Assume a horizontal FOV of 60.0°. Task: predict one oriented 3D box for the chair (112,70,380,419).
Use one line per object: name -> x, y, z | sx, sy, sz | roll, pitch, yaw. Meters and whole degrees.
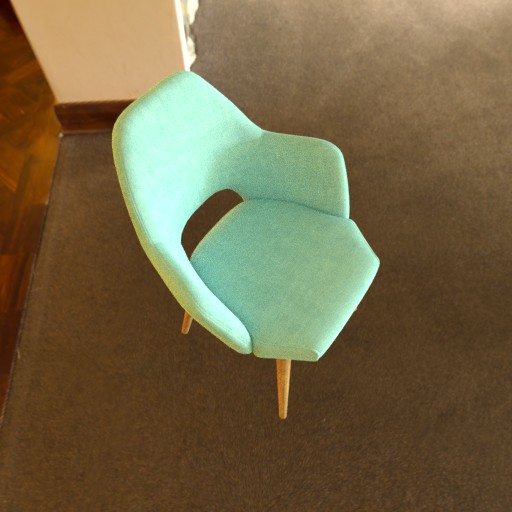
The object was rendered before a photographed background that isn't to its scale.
chair -> 0.000, 0.000, 1.242 | 0.610, 0.840, 0.590 | 32, 64, 18
